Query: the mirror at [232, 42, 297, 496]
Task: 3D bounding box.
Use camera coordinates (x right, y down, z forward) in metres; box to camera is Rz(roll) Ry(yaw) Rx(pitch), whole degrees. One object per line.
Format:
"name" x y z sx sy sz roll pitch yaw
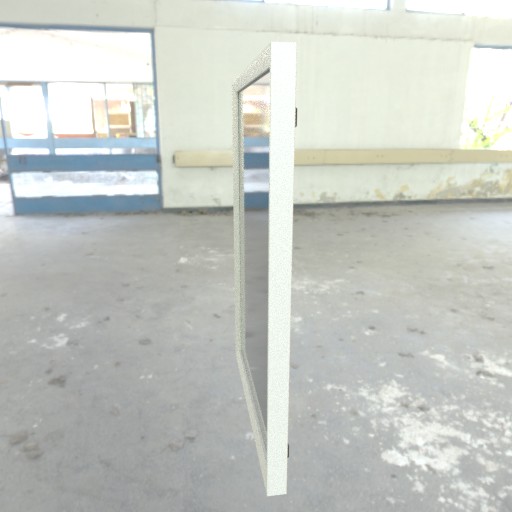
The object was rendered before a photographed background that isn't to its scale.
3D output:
"mirror" 0.000 0.000 0.904 0.039 0.710 0.507 -2 16 -8
